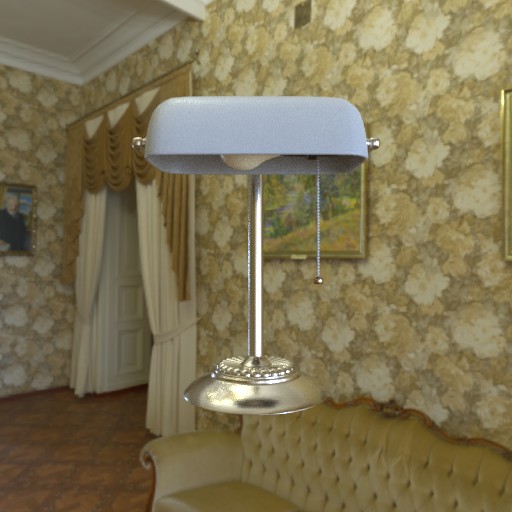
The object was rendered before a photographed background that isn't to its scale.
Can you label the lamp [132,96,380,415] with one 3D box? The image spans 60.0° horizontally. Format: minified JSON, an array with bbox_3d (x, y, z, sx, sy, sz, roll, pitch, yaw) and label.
[{"bbox_3d":[0.000,0.000,0.528,0.264,0.339,0.243,0,-1,0],"label":"lamp"}]
